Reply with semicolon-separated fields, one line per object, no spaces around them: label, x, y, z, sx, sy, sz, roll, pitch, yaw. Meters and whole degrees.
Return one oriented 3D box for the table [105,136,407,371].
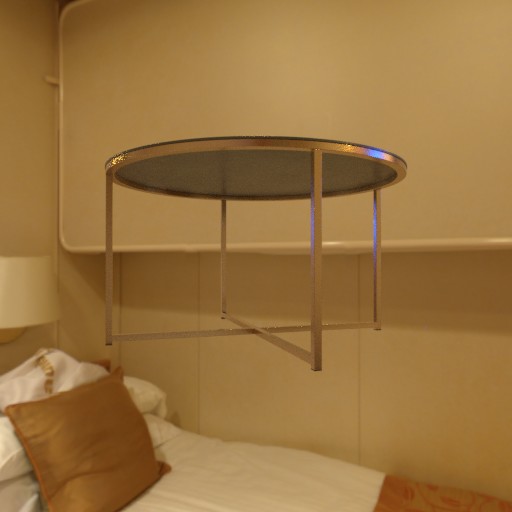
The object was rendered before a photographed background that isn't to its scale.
table;0.000;0.000;1.238;0.800;0.450;0.800;0;0;0
